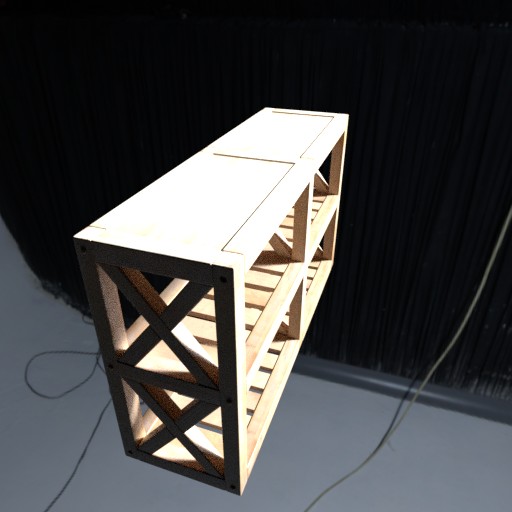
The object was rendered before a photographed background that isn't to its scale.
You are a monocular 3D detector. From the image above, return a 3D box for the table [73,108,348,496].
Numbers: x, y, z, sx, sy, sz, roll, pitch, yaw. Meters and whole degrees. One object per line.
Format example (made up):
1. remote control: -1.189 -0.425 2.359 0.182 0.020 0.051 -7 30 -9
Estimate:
1. table: 0.000 0.000 1.631 0.381 0.762 1.320 10 32 17
